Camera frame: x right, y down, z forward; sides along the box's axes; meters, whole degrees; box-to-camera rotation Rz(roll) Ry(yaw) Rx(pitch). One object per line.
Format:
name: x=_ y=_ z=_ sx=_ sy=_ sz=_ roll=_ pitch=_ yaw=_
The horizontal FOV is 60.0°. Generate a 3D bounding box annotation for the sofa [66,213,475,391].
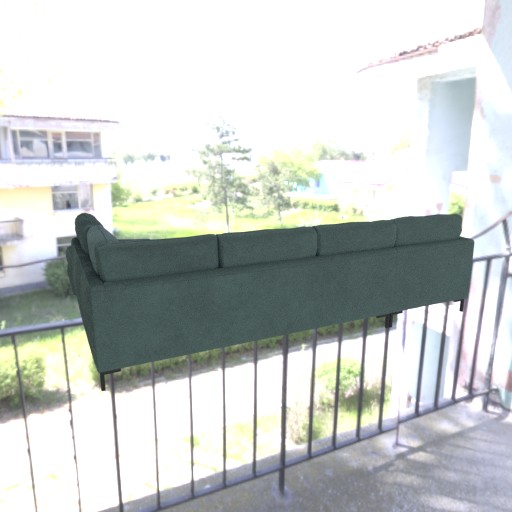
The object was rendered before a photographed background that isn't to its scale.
sofa: x=0.000 y=0.000 z=3.227 sx=2.486 sy=0.687 sz=1.707 roll=-7 pitch=15 yaw=-25
